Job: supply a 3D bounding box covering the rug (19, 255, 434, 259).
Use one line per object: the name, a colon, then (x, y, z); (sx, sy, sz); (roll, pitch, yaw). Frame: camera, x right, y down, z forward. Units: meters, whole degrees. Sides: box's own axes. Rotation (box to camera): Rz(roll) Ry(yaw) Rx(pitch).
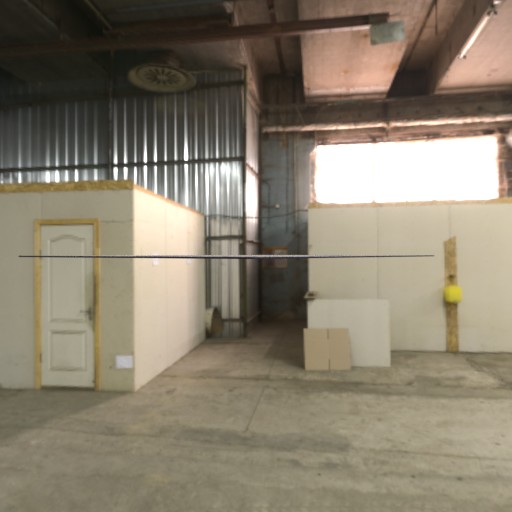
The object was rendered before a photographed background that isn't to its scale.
rug: (0.000, 0.000, 2.849); (1.630, 0.009, 2.232); (0, 0, 37)
